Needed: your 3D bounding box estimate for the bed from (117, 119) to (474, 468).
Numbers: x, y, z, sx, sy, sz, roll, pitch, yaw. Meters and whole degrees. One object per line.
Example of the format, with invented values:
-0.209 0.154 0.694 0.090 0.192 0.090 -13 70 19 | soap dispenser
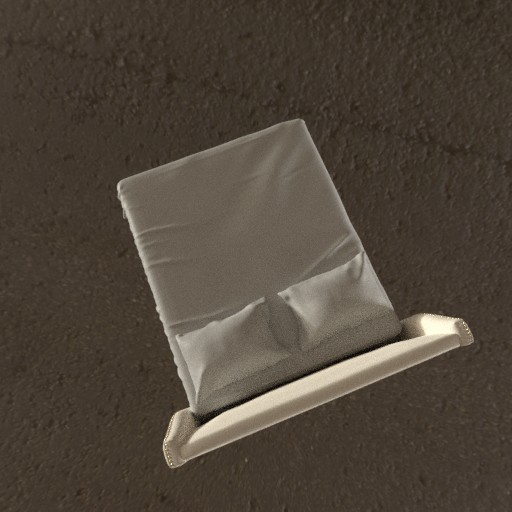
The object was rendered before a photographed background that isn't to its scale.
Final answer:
0.000 0.000 3.420 1.925 1.332 2.276 -21 75 -6 | bed
